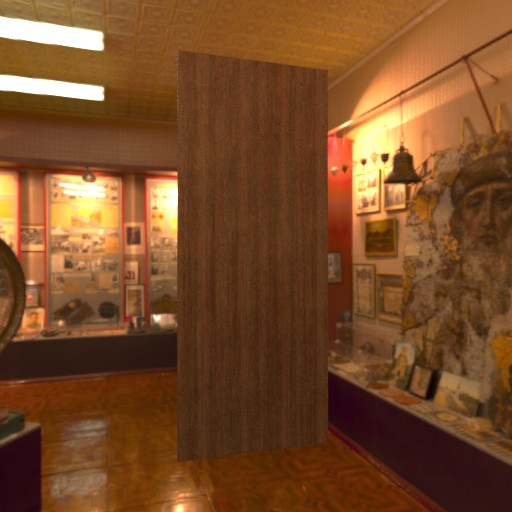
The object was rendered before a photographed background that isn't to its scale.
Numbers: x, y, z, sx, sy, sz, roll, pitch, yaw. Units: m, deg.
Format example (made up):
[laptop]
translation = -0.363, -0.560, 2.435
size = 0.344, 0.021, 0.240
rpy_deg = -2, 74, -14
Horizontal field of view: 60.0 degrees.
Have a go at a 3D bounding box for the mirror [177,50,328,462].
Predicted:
[mirror]
translation = 0.000, 0.000, 2.315
size = 0.812, 2.032, 0.025
rpy_deg = 0, 0, -17
